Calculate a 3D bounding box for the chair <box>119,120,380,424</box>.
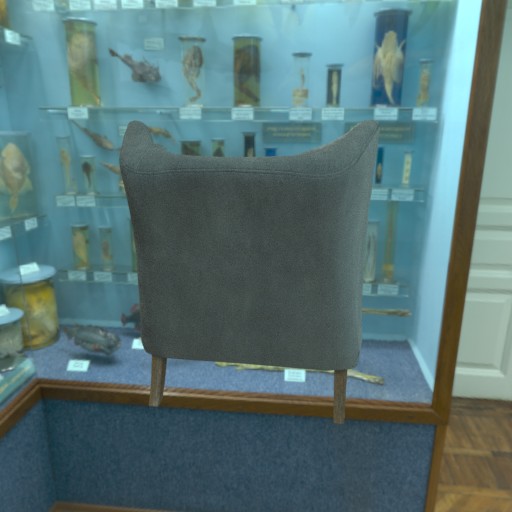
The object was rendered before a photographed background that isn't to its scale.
[{"bbox_3d":[0.000,0.000,1.626,0.784,0.950,0.906,2,17,8],"label":"chair"}]
